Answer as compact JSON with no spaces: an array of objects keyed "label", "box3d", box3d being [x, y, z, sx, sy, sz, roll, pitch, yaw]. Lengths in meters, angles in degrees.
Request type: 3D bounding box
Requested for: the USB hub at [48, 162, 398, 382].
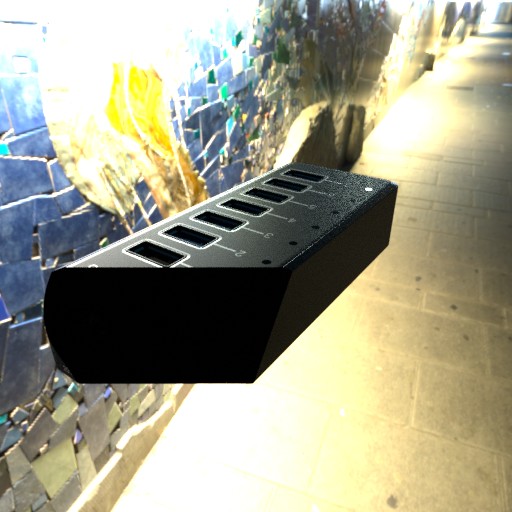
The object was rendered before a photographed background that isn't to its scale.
[{"label":"USB hub","box3d":[0.000,0.000,0.128,0.044,0.023,0.110,19,34,31]}]
